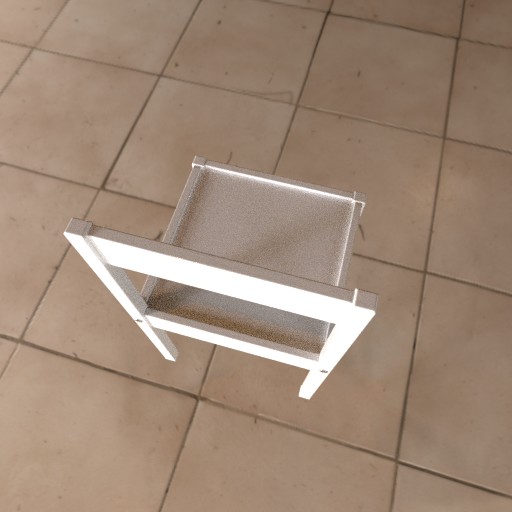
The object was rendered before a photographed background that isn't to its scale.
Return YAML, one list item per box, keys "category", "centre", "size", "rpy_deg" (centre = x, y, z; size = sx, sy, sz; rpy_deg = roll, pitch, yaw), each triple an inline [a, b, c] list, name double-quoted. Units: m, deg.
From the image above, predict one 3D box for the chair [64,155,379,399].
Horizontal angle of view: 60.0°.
- category: "chair"
  centre: [0.000, 0.000, 0.668]
  size: [0.285, 0.505, 0.285]
  rpy_deg: [14, 65, 7]
